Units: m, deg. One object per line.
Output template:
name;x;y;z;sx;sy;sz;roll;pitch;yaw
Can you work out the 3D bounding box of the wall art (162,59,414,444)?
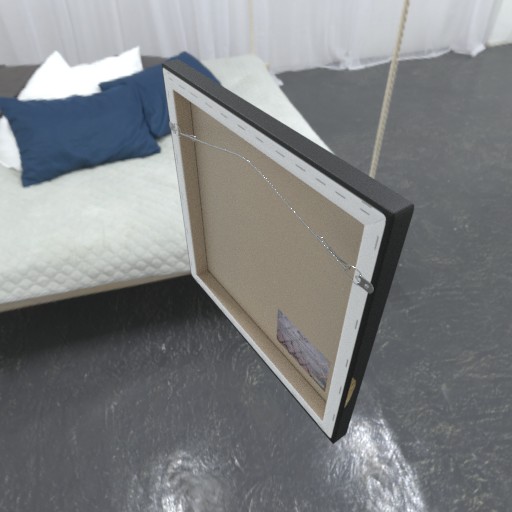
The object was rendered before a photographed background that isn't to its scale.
wall art;0.000;0.000;0.917;0.043;0.611;0.610;-26;49;-25
